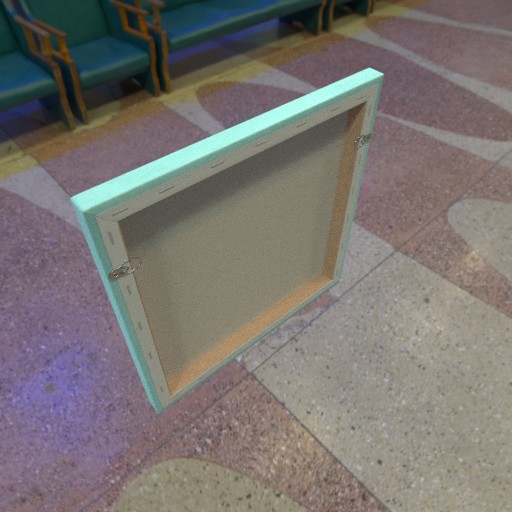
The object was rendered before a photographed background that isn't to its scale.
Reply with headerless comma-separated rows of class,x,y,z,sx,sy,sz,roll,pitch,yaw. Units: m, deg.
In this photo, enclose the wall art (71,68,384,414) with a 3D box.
wall art,0.000,0.000,1.168,0.765,0.766,0.054,-32,54,-26
